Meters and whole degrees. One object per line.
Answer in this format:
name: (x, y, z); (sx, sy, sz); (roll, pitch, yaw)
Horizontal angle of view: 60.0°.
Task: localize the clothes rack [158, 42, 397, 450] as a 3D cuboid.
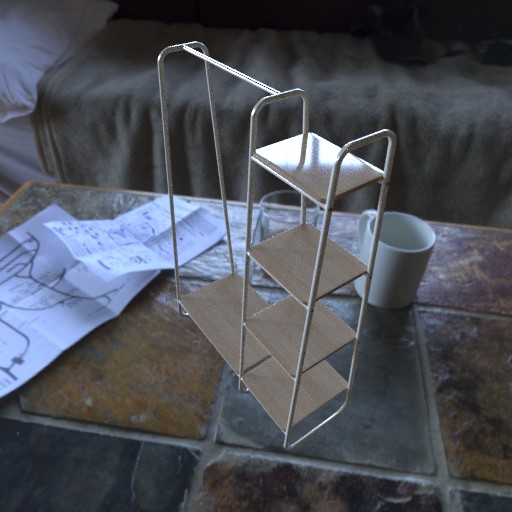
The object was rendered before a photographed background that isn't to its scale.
clothes rack: (0.000, 0.000, 1.924); (0.400, 1.500, 1.011); (-25, 47, -26)
